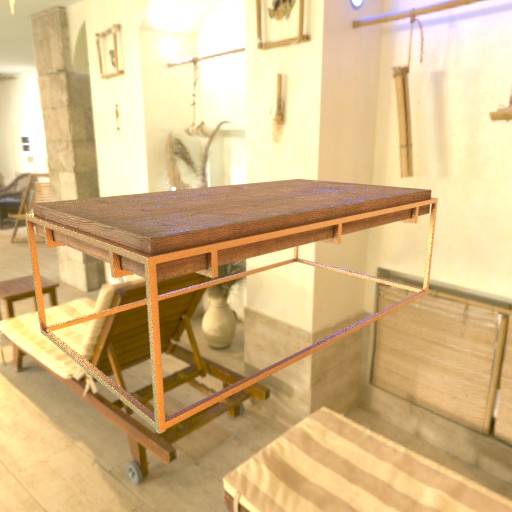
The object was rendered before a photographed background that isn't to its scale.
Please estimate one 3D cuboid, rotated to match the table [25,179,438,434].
[{"bbox_3d":[0.000,0.000,1.719,1.387,0.468,0.775,-14,20,-42],"label":"table"}]
